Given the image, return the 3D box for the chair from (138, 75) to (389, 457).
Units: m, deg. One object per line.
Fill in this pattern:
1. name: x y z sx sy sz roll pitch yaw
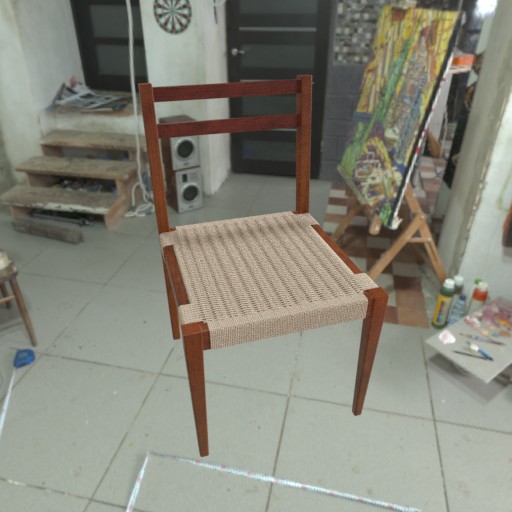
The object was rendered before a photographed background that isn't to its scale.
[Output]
1. chair: 0.000 0.000 1.238 0.495 0.851 0.569 -9 32 -15
